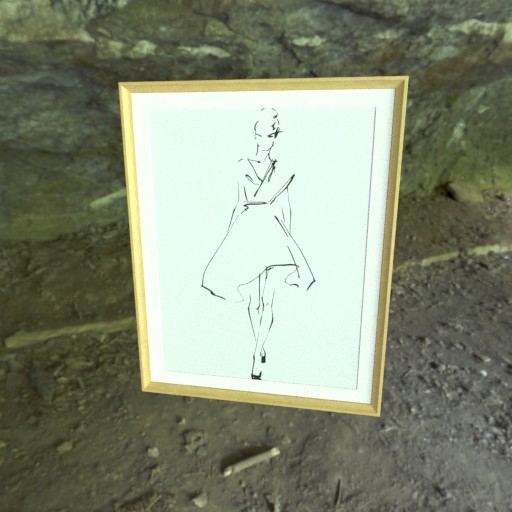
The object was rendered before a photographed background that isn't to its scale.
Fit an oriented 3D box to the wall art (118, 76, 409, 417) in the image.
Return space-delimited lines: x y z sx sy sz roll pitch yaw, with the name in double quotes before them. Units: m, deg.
"wall art" 0.000 0.000 1.348 0.798 1.002 0.030 3 16 10
